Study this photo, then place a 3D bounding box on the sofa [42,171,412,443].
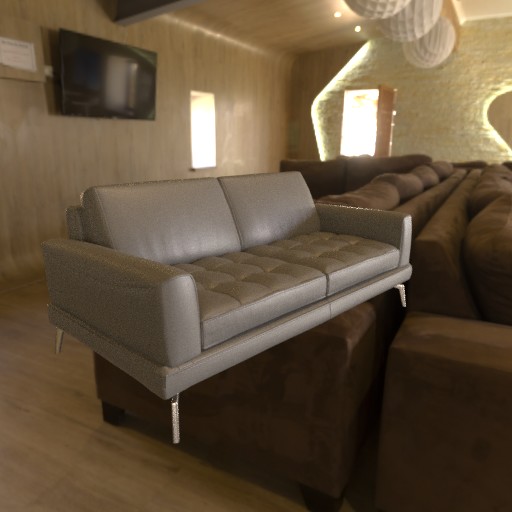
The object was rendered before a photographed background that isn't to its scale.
[{"bbox_3d":[0.000,0.000,2.720,1.121,0.930,2.177,13,19,42],"label":"sofa"}]
